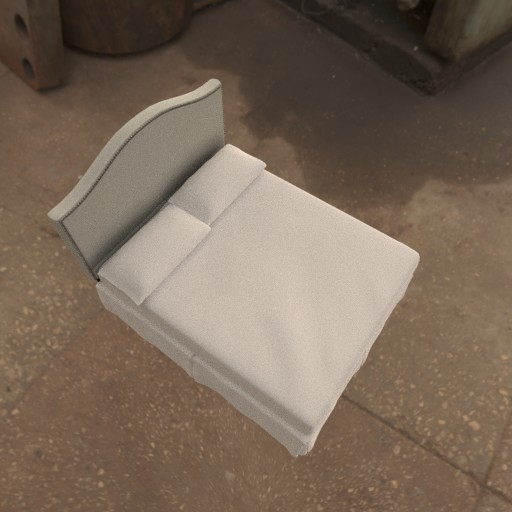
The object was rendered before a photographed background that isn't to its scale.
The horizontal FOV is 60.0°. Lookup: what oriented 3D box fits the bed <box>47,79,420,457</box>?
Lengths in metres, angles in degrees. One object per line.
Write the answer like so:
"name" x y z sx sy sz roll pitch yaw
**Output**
"bed" 0.000 0.000 3.425 2.180 1.607 1.813 32 63 18
